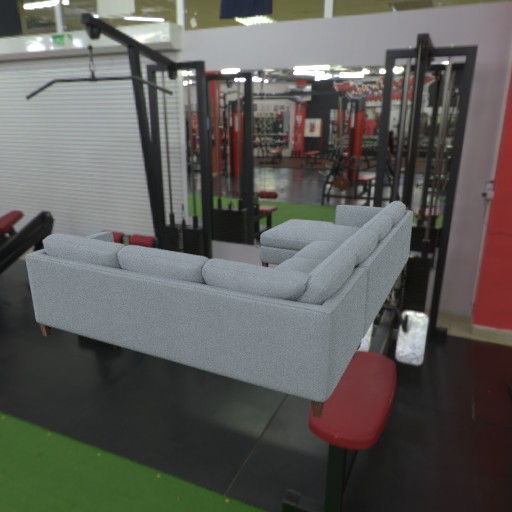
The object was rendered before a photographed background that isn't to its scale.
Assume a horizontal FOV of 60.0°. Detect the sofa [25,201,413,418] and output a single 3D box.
[{"bbox_3d":[0.000,0.000,4.410,2.551,0.853,3.238,8,19,25],"label":"sofa"}]
